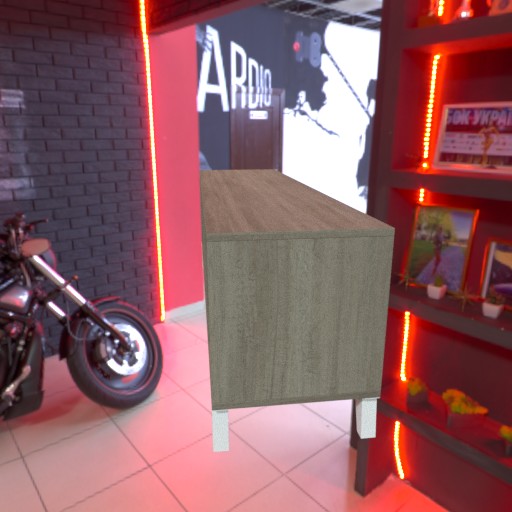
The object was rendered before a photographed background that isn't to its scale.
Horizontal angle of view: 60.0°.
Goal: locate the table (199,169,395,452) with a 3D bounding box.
[{"bbox_3d":[0.000,0.000,1.707,0.400,0.530,1.500,-2,16,-7],"label":"table"}]
